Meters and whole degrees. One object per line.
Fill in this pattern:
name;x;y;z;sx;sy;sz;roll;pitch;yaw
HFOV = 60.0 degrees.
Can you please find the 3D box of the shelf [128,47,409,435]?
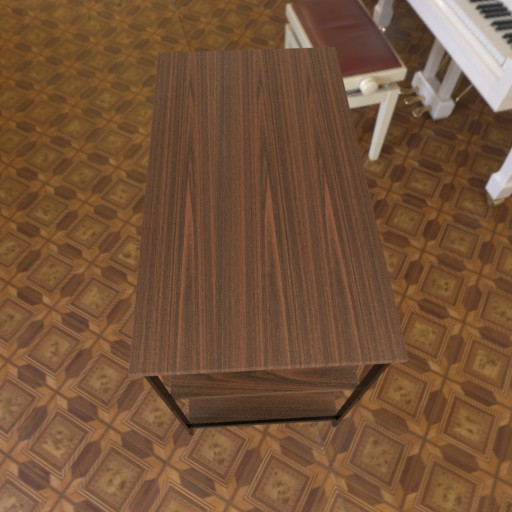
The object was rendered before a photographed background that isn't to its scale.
shelf;0.000;0.000;1.336;0.498;0.750;0.902;-3;59;-2
